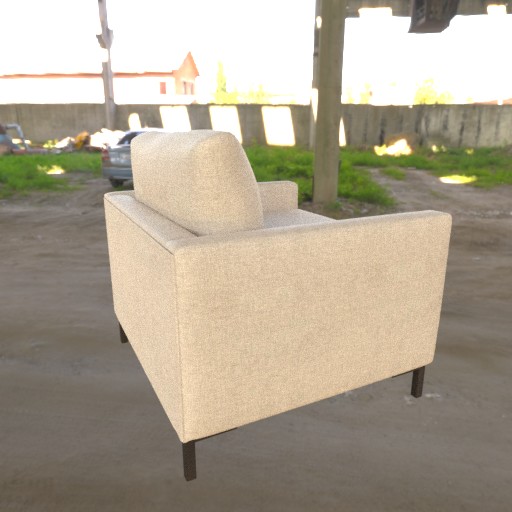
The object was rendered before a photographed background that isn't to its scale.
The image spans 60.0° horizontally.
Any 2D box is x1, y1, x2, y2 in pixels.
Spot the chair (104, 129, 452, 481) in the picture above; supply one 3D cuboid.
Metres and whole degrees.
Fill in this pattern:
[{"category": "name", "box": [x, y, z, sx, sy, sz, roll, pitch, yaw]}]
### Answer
[{"category": "chair", "box": [0.000, 0.000, 1.565, 0.866, 0.861, 0.963, -8, 18, -26]}]
